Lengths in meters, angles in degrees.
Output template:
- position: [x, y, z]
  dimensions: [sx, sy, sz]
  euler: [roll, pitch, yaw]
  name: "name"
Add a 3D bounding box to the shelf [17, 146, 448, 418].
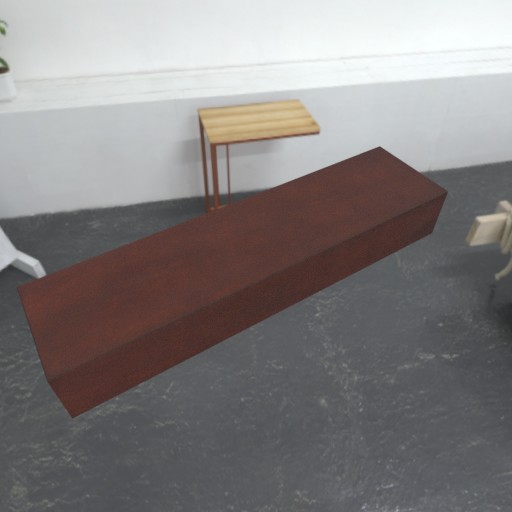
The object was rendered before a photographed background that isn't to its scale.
- position: [0.000, 0.000, 0.649]
  dimensions: [0.607, 0.088, 0.152]
  euler: [-24, 50, -22]
  name: "shelf"
